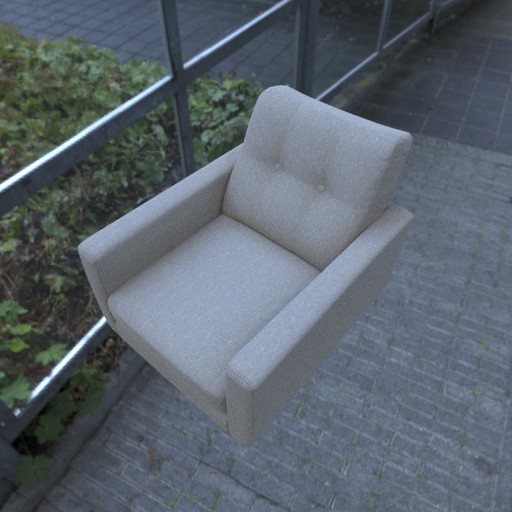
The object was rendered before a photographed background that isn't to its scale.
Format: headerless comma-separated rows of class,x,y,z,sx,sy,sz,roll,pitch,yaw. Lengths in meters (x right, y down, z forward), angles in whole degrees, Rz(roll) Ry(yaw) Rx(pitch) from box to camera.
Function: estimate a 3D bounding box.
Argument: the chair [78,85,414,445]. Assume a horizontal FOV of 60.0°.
chair,0.000,0.000,1.864,0.897,0.965,1.128,32,55,27
